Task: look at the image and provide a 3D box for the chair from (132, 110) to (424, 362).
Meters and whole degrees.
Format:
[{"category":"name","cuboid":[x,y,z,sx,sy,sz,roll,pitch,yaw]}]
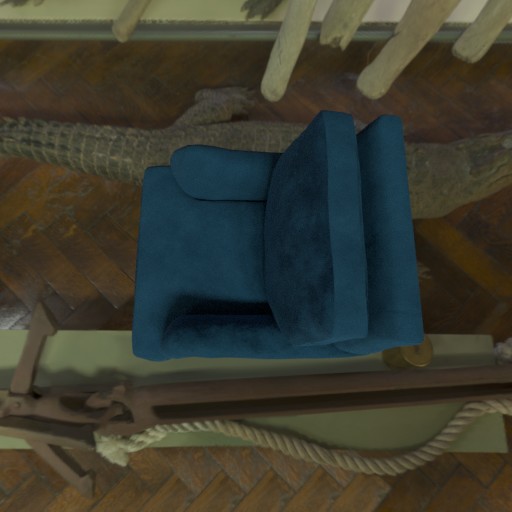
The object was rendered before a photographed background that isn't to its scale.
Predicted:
[{"category":"chair","cuboid":[0.000,0.000,1.946,1.078,1.076,0.895,0,75,0]}]
